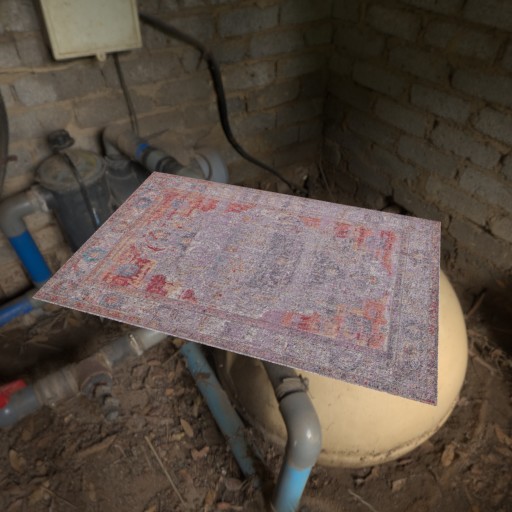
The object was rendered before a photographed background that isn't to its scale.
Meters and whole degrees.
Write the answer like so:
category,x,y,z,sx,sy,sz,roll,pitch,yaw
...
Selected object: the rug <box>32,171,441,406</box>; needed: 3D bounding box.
category,x,y,z,sx,sy,sz,roll,pitch,yaw
rug,0.000,0.000,2.316,1.829,0.005,1.219,12,43,13
